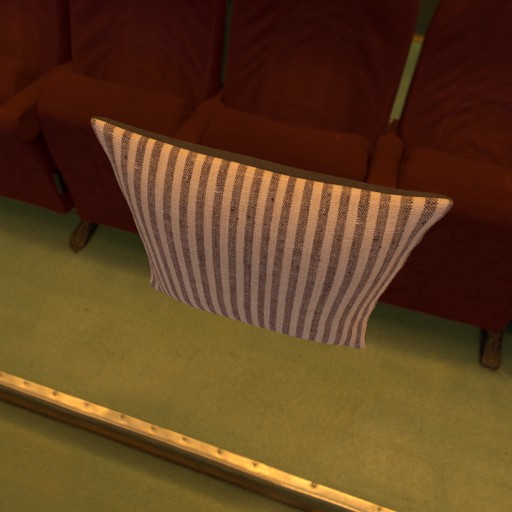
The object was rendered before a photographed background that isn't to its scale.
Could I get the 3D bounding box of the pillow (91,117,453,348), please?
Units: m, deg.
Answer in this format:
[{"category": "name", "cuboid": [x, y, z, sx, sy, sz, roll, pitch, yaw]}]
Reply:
[{"category": "pillow", "cuboid": [0.000, 0.000, 0.814, 0.523, 0.506, 0.166, 15, 59, 9]}]
